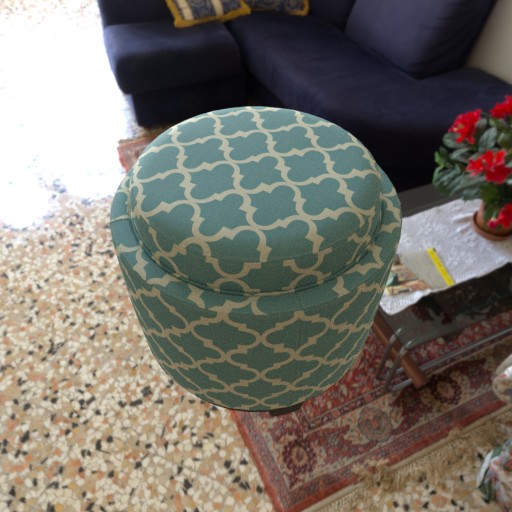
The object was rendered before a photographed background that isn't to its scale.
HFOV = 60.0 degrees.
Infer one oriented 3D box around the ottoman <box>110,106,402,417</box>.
[{"bbox_3d":[0.000,0.000,0.836,0.480,0.429,0.480,0,48,0],"label":"ottoman"}]
